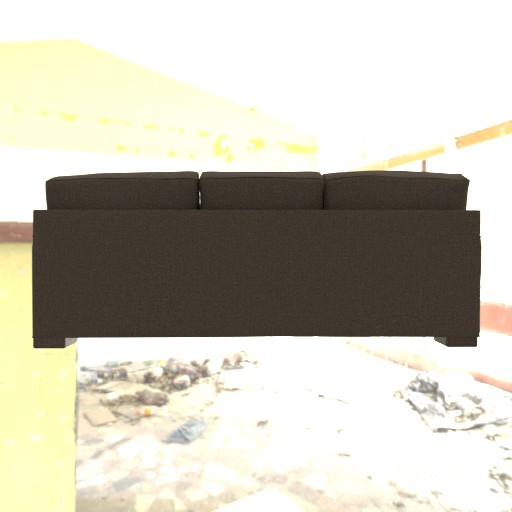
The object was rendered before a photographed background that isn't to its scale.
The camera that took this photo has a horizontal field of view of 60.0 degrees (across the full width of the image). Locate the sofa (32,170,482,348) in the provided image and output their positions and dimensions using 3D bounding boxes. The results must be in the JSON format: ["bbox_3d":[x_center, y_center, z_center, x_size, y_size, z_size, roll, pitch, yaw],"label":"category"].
[{"bbox_3d":[0.000,0.000,3.205,2.370,0.973,1.790,0,1,-1],"label":"sofa"}]
